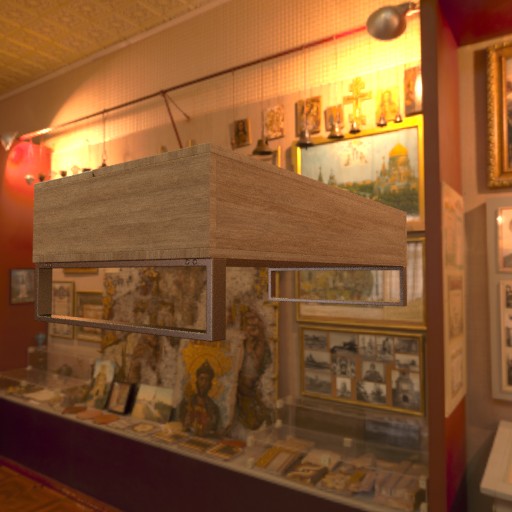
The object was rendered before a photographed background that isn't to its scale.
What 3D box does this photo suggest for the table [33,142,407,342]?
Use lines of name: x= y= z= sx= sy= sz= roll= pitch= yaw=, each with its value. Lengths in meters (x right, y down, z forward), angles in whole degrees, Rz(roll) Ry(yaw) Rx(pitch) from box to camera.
table: x=0.000 y=0.000 z=1.392 sx=0.600 sy=0.350 sz=1.100 roll=-2 pitch=-3 yaw=36
